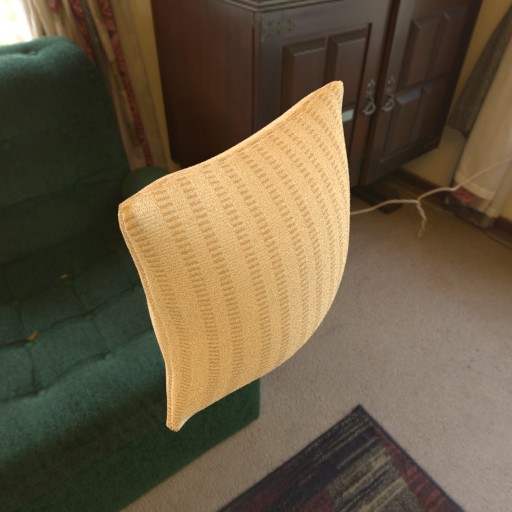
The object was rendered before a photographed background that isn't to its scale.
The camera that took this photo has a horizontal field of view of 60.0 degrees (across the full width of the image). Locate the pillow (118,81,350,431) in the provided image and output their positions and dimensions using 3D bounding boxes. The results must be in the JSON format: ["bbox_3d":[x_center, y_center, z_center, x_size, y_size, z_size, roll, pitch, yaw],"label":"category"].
[{"bbox_3d":[0.000,0.000,0.682,0.247,0.419,0.438,25,46,27],"label":"pillow"}]
